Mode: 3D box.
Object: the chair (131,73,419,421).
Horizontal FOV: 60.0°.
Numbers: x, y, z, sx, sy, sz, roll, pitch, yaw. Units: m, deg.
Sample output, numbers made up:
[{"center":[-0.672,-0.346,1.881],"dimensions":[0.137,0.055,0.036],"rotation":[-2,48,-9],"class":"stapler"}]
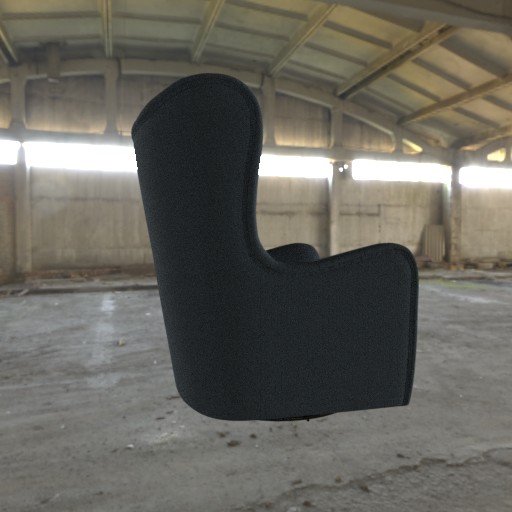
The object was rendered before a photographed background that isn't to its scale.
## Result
[{"center":[0.000,0.000,1.730],"dimensions":[0.930,1.079,0.831],"rotation":[-1,2,-18],"class":"chair"}]
